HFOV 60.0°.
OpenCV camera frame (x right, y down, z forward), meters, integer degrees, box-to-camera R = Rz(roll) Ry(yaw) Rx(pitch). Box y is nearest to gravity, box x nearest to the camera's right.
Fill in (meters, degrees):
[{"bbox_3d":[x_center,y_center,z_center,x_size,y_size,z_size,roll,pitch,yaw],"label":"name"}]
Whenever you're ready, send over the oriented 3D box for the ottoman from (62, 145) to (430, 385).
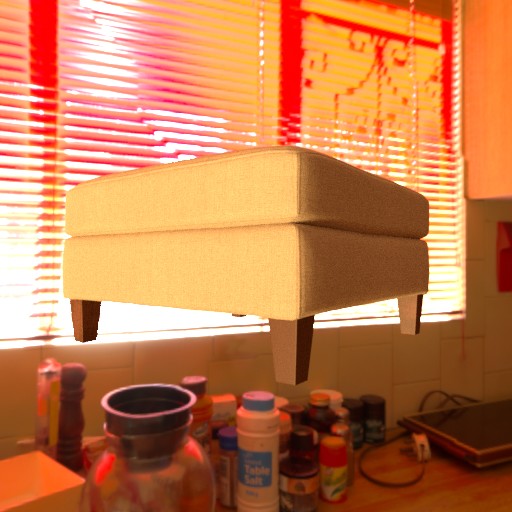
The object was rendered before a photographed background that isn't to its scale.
[{"bbox_3d":[0.000,0.000,1.380,0.838,0.503,0.838,0,-1,37],"label":"ottoman"}]
